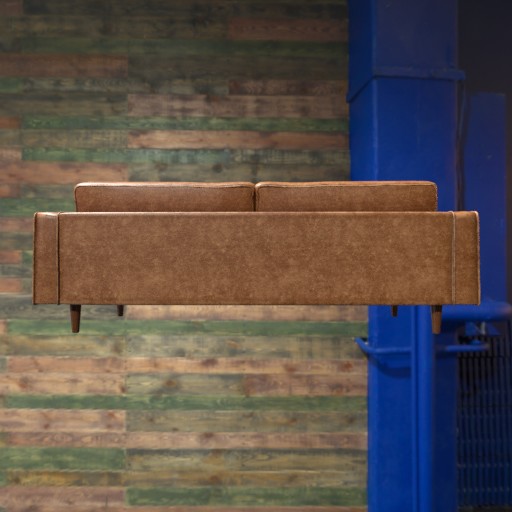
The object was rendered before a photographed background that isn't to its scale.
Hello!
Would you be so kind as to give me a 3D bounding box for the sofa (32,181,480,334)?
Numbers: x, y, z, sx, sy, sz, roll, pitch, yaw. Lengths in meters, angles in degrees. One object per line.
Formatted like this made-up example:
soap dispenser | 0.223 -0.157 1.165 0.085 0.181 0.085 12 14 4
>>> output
sofa | 0.000 0.000 2.564 2.199 0.779 0.886 0 -1 1
